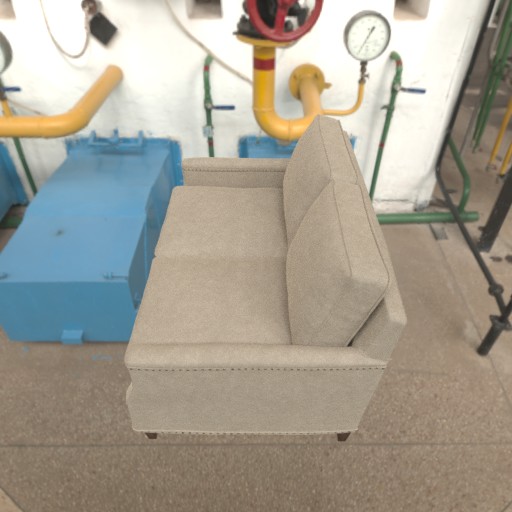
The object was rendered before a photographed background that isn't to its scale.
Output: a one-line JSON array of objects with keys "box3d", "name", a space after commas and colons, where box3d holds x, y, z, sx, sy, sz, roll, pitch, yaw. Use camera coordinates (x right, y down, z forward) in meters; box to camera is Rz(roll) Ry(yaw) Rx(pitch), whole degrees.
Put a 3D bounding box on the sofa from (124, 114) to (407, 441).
[{"box3d": [0.000, 0.000, 2.314, 1.084, 1.002, 1.597, 0, 41, 1], "name": "sofa"}]
